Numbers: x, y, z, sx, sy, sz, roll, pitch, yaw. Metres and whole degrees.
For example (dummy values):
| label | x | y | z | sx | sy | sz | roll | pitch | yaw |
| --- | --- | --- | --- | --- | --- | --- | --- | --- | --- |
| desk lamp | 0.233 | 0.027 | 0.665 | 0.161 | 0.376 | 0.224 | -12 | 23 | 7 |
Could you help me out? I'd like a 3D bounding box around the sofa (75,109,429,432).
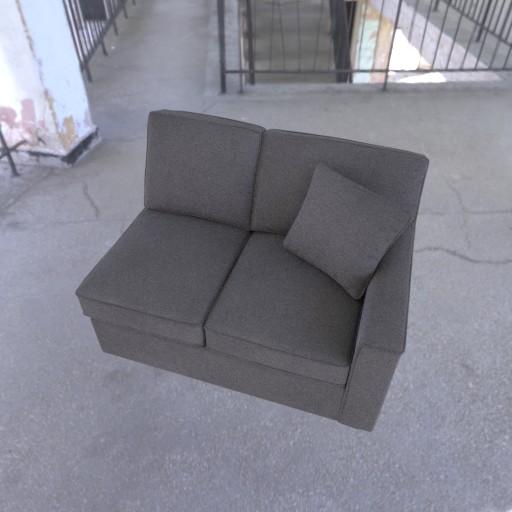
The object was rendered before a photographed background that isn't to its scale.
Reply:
| label | x | y | z | sx | sy | sz | roll | pitch | yaw |
| --- | --- | --- | --- | --- | --- | --- | --- | --- | --- |
| sofa | 0.000 | 0.000 | 2.108 | 1.388 | 0.989 | 0.991 | 13 | 43 | 14 |
